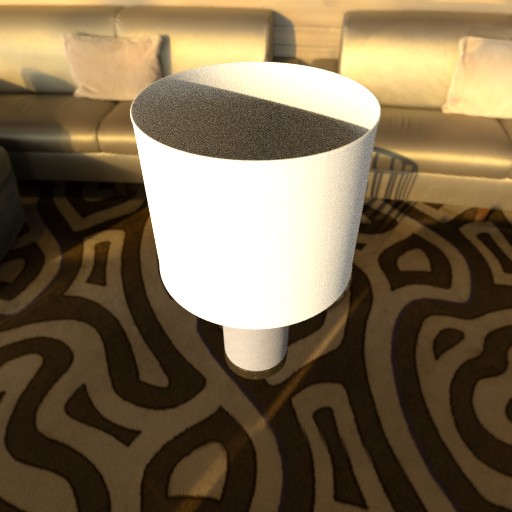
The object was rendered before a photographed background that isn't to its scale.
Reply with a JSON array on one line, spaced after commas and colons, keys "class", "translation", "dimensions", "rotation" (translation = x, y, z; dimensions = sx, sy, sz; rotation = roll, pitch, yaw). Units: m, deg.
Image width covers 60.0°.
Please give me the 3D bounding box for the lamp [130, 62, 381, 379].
[{"class": "lamp", "translation": [0.000, 0.000, 0.536], "dimensions": [0.229, 0.380, 0.229], "rotation": [0, 41, 0]}]
